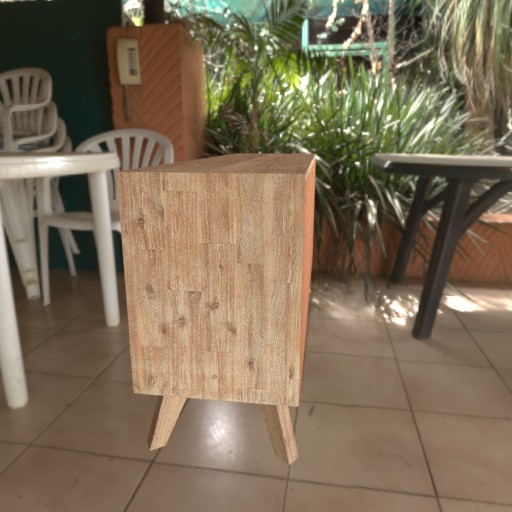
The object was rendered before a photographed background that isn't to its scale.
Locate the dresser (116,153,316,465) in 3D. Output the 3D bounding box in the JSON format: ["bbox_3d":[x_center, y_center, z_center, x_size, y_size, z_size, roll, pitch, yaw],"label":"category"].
[{"bbox_3d":[0.000,0.000,1.882,0.455,0.805,1.554,2,15,8],"label":"dresser"}]
